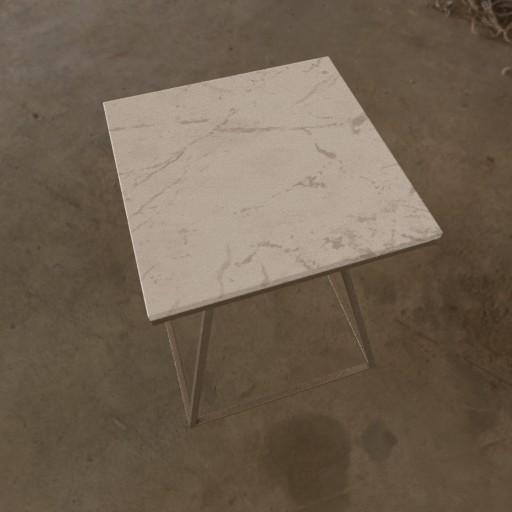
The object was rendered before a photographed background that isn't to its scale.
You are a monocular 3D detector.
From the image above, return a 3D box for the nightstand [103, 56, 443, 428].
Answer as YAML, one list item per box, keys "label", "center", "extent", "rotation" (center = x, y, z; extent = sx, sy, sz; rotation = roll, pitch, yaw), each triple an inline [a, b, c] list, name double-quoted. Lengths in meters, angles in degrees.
- label: "nightstand"
  center: [0.000, 0.000, 0.906]
  extent: [0.455, 0.554, 0.455]
  rotation: [-15, 60, -9]
